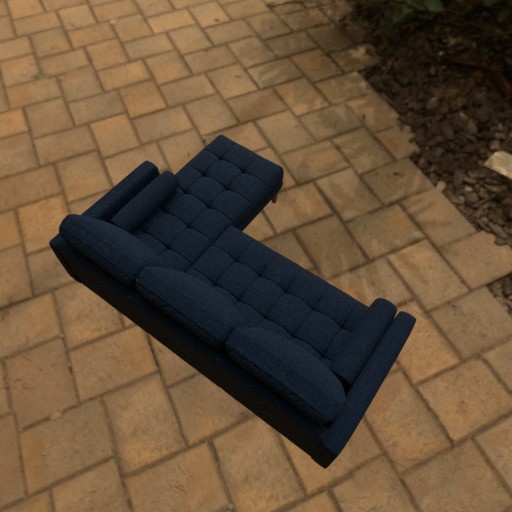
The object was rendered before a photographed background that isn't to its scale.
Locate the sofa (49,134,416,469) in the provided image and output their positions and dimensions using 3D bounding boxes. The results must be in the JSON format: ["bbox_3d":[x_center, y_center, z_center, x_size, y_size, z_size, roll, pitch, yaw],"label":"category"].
[{"bbox_3d":[0.000,0.000,2.998,2.185,0.841,1.613,32,63,18],"label":"sofa"}]
